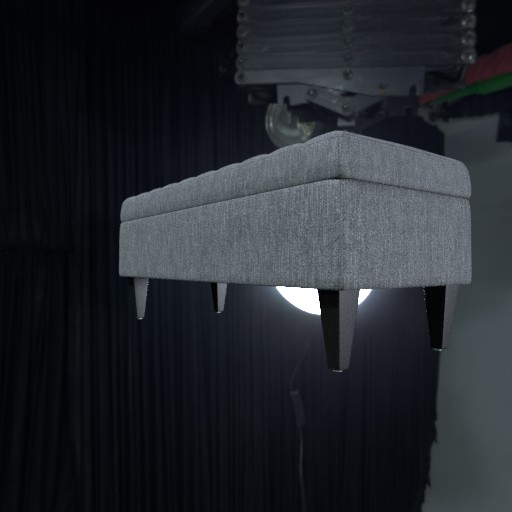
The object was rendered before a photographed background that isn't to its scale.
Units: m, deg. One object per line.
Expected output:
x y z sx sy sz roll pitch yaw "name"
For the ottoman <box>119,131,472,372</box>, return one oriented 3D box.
0.000 0.000 1.394 0.482 0.469 1.151 1 -1 -36 "ottoman"
